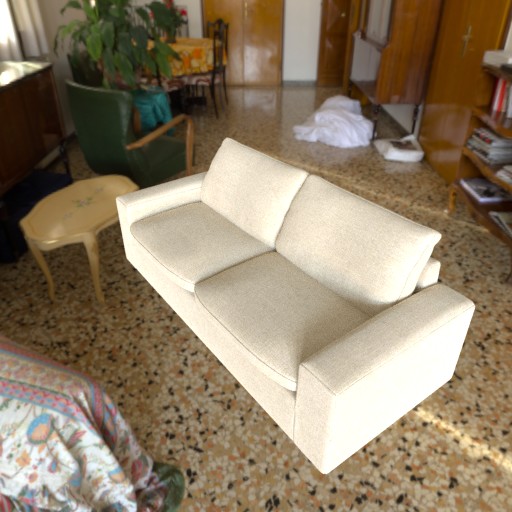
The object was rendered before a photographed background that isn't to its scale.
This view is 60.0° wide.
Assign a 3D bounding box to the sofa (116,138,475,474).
[{"bbox_3d":[0.000,0.000,2.784,1.040,0.922,2.299,-21,38,-30],"label":"sofa"}]
